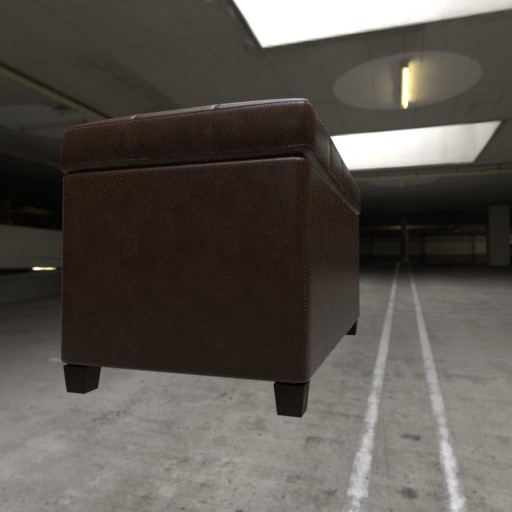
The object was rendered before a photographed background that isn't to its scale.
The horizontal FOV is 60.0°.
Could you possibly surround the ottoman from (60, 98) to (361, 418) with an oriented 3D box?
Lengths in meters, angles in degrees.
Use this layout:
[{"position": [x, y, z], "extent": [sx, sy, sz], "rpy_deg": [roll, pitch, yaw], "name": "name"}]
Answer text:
[{"position": [0.000, 0.000, 1.067], "extent": [0.432, 0.470, 0.838], "rpy_deg": [0, -1, 18], "name": "ottoman"}]
